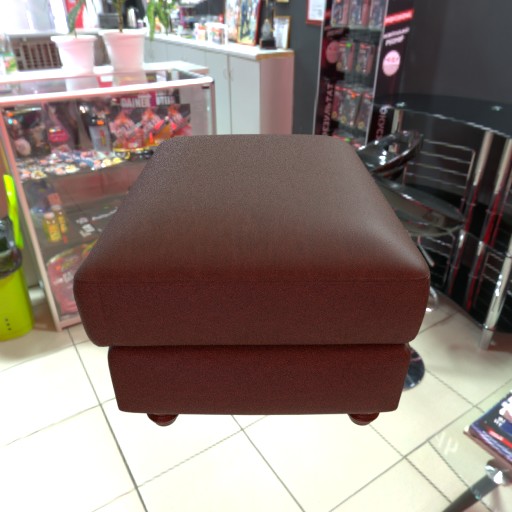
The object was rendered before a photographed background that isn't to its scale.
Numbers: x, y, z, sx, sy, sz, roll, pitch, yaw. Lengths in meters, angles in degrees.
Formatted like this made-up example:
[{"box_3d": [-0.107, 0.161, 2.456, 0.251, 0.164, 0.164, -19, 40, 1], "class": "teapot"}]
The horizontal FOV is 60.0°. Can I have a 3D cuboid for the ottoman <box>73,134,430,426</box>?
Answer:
[{"box_3d": [0.000, 0.000, 1.145, 0.635, 0.508, 0.787, 0, 31, 0], "class": "ottoman"}]
